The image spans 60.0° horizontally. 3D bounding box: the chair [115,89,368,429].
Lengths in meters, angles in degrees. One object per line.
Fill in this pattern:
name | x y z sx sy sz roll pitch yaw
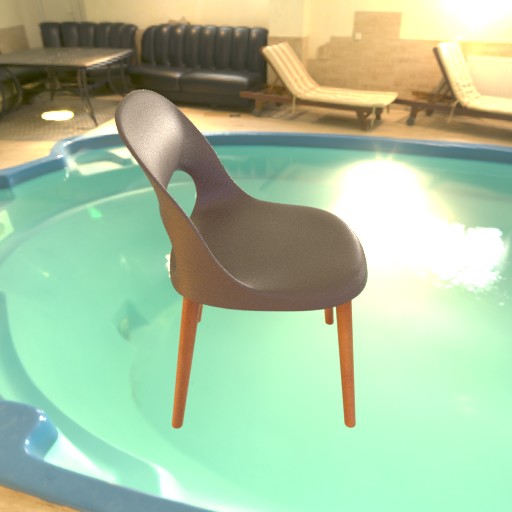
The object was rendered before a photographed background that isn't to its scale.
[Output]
chair | 0.000 0.000 1.145 0.556 0.795 0.470 0 32 0
